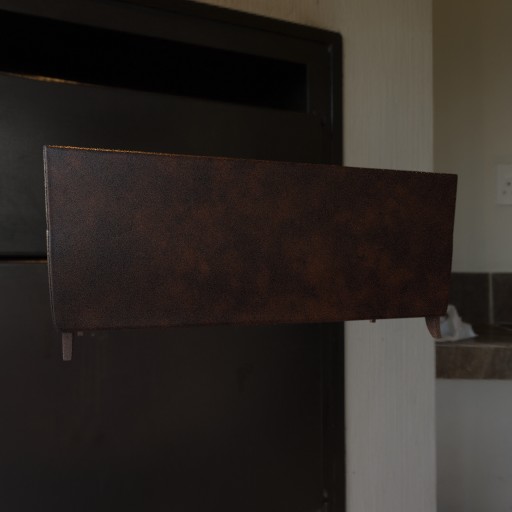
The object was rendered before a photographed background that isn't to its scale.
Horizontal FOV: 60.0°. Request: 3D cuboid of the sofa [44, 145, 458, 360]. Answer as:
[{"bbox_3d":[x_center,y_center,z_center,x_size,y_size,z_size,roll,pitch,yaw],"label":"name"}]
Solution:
[{"bbox_3d":[0.000,0.000,2.404,1.995,0.871,0.786,0,-1,-17],"label":"sofa"}]
